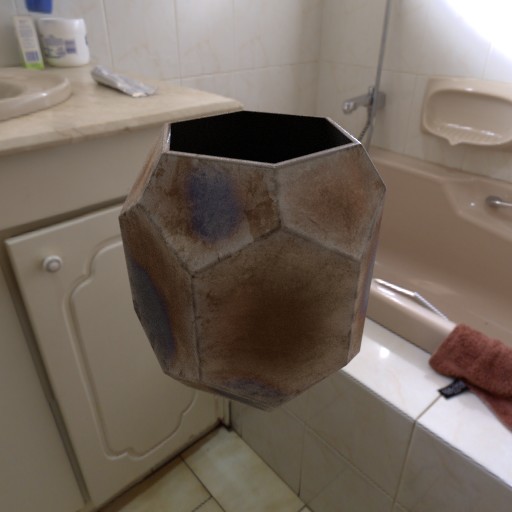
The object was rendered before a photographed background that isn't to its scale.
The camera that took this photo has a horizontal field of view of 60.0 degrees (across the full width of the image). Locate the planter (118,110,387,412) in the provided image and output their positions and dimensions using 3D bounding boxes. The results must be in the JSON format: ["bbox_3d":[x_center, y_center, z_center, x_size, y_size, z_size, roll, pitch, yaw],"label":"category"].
[{"bbox_3d":[0.000,0.000,0.428,0.221,0.238,0.243,-22,37,-33],"label":"planter"}]
